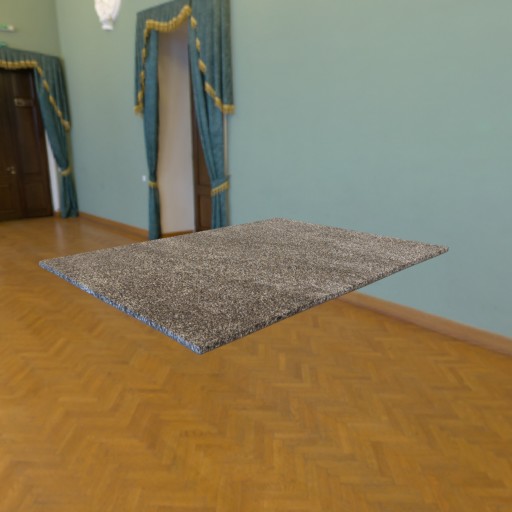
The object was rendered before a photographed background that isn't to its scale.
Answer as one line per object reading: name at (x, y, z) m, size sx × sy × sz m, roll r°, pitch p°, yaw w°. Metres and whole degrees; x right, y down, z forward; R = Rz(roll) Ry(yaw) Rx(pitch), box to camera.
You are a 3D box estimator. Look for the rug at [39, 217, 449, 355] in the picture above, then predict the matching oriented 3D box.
rug at (0.000, 0.000, 2.146) m, size 1.601 × 0.025 × 1.198 m, roll -14°, pitch 21°, yaw -43°
